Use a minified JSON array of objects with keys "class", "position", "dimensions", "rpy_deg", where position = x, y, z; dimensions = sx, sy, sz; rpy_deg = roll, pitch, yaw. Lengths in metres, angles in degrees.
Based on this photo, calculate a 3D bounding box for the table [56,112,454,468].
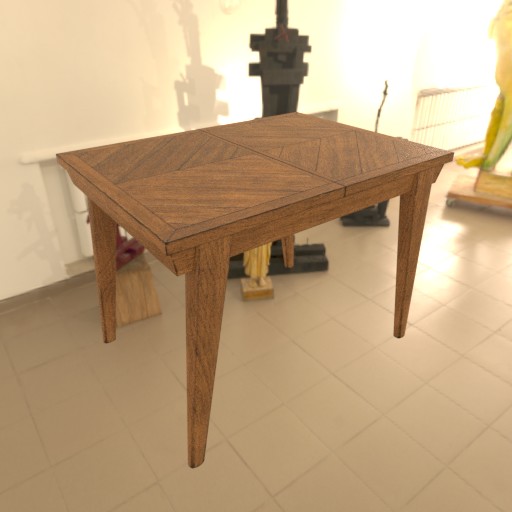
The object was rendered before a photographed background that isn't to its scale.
[{"class":"table","position":[0.000,0.000,1.607],"dimensions":[1.027,0.760,0.757],"rpy_deg":[-21,36,-32]}]
